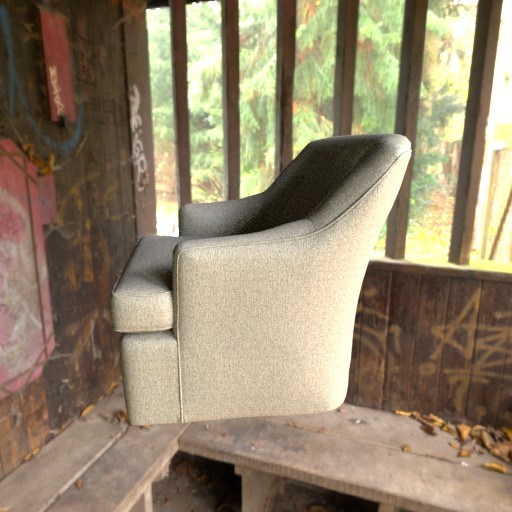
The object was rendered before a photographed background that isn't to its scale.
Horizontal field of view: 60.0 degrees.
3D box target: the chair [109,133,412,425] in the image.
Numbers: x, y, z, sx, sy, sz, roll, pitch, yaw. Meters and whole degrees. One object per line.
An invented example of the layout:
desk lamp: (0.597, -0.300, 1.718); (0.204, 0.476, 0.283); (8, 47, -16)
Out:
chair: (0.000, 0.000, 1.603); (0.923, 0.856, 0.864); (-2, 14, -8)
